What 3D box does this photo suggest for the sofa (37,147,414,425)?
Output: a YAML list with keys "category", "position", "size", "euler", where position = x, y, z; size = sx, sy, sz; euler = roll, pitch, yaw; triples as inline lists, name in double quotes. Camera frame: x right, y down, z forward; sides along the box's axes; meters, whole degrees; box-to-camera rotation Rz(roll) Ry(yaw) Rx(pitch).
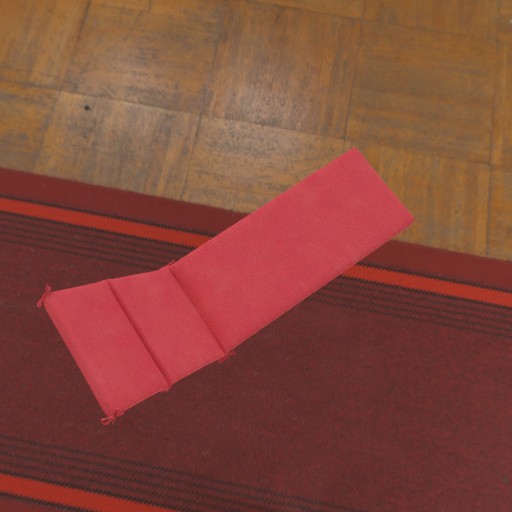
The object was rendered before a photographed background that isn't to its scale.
- category: "sofa"
  position: [0.000, 0.000, 1.994]
  size: [1.663, 0.622, 0.582]
  euler: [-34, 78, -8]
